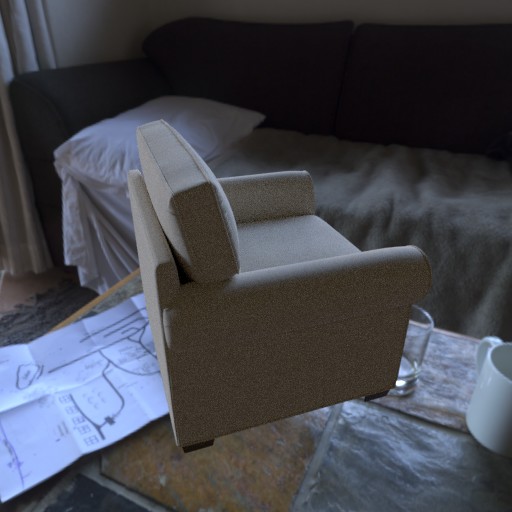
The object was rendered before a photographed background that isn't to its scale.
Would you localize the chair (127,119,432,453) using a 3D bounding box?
[{"bbox_3d":[0.000,0.000,1.755,0.863,0.955,1.040,-9,30,-17],"label":"chair"}]
